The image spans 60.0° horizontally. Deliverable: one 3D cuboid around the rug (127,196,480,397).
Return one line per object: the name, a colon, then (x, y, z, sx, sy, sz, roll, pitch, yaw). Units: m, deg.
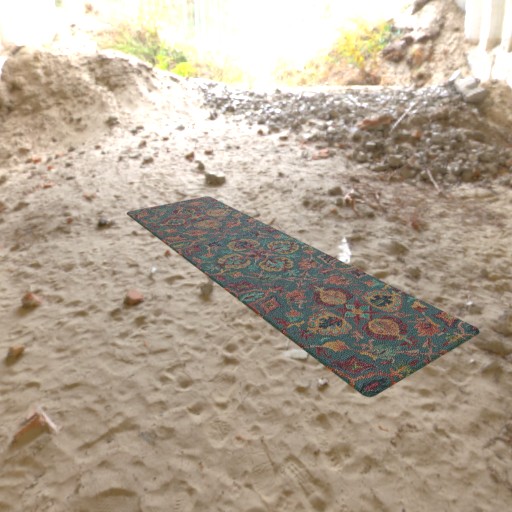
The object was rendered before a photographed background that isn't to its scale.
rug: (0.000, 0.000, 2.502, 0.686, 0.013, 2.286, -16, 29, -31)
